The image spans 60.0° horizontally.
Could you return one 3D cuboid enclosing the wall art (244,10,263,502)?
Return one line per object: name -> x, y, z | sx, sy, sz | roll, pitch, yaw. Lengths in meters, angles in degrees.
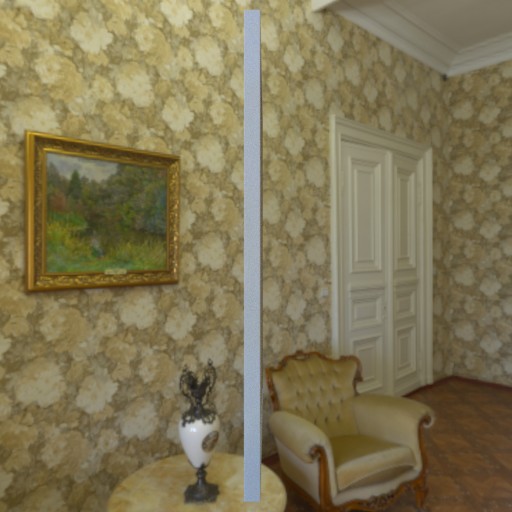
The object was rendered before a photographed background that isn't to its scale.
wall art -> 0.000, 0.000, 1.411 | 0.038, 1.143, 0.764 | 0, 0, 1
